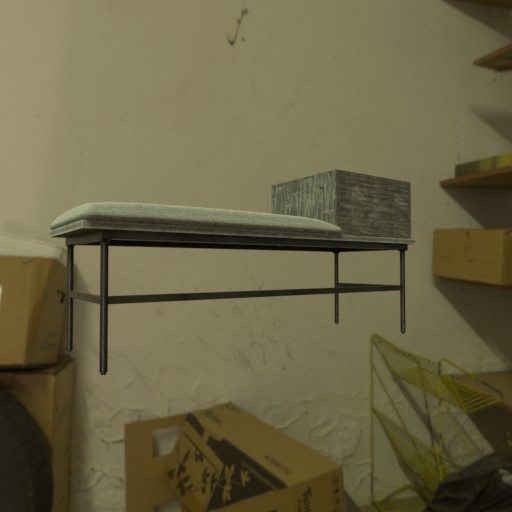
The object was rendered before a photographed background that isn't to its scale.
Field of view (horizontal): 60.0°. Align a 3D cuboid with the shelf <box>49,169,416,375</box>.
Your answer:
[{"bbox_3d":[0.000,0.000,1.649,1.342,0.633,0.457,1,-2,-35],"label":"shelf"}]
